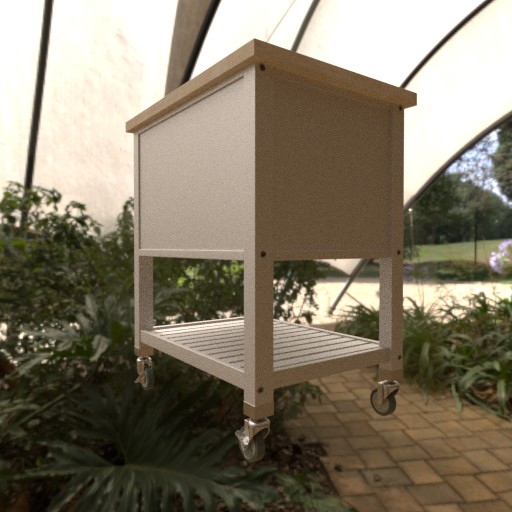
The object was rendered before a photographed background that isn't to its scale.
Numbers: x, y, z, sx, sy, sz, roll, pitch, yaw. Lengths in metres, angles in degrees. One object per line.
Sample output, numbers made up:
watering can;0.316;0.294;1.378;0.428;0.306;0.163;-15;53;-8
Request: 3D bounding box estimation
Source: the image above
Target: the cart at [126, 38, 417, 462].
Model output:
cart;0.000;0.000;1.390;0.559;0.914;0.762;-1;1;-36
